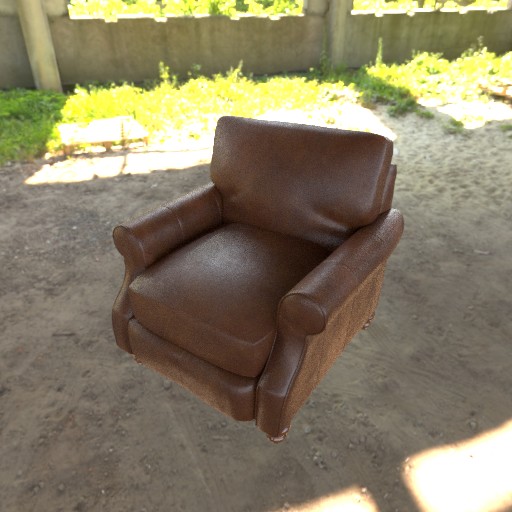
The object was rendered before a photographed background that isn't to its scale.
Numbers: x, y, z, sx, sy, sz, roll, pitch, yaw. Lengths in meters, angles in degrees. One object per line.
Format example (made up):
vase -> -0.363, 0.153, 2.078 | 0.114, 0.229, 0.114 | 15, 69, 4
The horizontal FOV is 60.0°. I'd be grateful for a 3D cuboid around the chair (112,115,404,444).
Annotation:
chair -> 0.000, 0.000, 1.848 | 0.989, 0.972, 0.992 | 19, 35, 30
